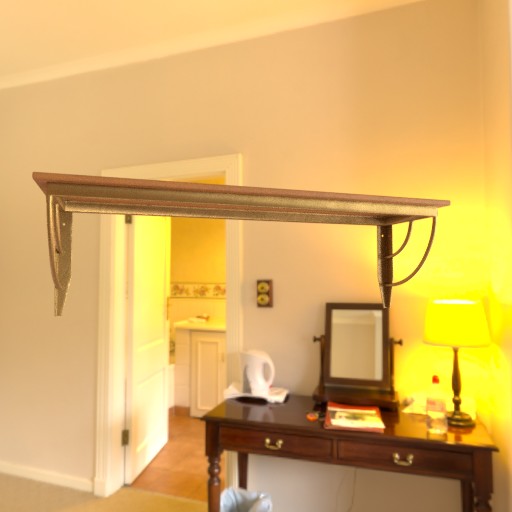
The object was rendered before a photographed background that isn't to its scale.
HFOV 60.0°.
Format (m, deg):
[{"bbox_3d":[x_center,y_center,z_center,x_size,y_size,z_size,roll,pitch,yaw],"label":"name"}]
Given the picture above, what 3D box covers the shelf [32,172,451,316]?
[{"bbox_3d":[0.000,0.000,0.720,0.636,0.190,0.166,1,-3,-18],"label":"shelf"}]
